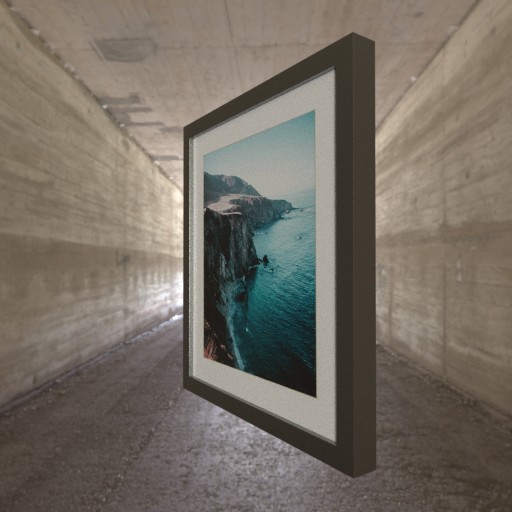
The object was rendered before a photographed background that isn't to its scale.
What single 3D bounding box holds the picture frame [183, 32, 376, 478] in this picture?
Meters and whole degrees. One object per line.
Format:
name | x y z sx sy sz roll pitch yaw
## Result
picture frame | 0.000 0.000 1.323 0.073 0.968 0.839 0 -1 -35
